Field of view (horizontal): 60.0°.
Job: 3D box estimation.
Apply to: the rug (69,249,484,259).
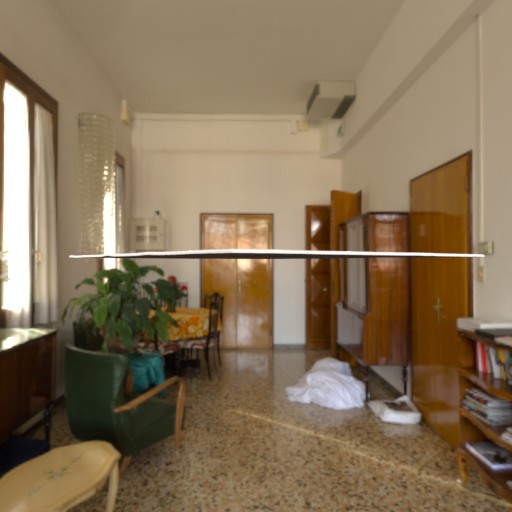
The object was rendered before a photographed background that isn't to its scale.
[{"bbox_3d":[0.000,0.000,0.884,0.548,0.006,0.639,1,-1,-37],"label":"rug"}]
